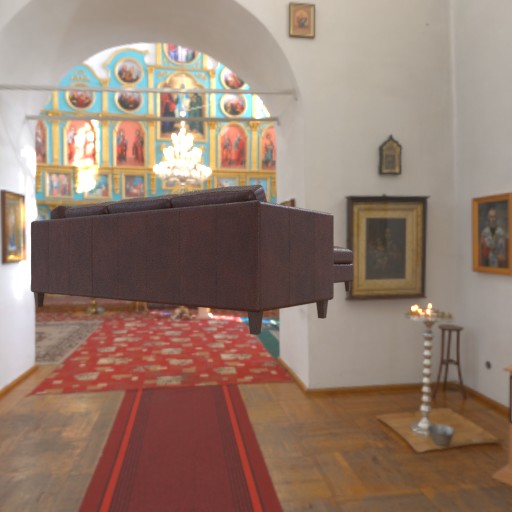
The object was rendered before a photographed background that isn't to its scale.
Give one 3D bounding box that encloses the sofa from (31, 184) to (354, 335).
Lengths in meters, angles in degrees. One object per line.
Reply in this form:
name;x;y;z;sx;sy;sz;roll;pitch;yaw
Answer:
sofa;0.000;0.000;4.475;2.452;0.891;3.324;0;0;36
